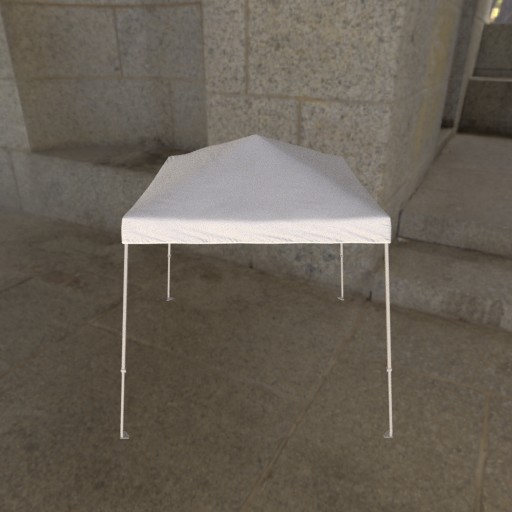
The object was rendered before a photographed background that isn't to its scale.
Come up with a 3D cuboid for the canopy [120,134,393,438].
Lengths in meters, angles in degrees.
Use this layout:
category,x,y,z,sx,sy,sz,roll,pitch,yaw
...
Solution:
category,x,y,z,sx,sy,sz,roll,pitch,yaw
canopy,0.000,0.000,6.697,3.599,3.600,3.600,0,25,0
